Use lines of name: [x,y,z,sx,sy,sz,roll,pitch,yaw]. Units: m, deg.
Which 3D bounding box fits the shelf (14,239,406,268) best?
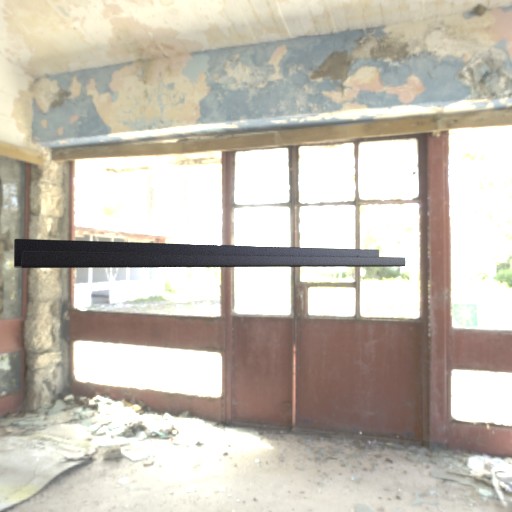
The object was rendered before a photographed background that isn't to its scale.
shelf: [0.000,0.000,0.969,0.924,0.049,0.092,1,-1,-35]
